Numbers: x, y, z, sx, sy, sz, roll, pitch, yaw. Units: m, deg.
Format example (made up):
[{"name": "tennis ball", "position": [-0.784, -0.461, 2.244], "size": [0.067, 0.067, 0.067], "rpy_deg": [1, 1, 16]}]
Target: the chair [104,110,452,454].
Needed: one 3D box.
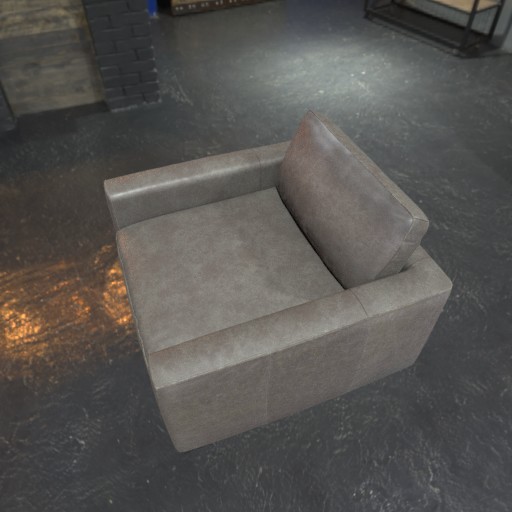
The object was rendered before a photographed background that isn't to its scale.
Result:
[{"name": "chair", "position": [0.000, 0.000, 1.848], "size": [1.080, 0.807, 1.106], "rpy_deg": [-16, 49, -14]}]
